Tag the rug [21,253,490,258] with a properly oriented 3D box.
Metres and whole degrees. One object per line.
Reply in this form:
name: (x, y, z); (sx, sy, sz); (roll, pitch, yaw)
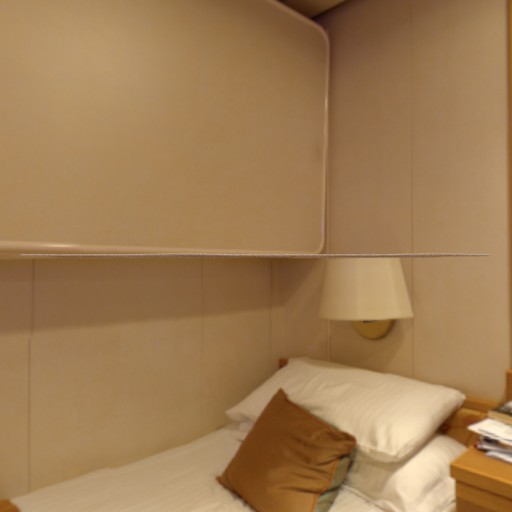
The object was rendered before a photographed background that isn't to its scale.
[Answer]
rug: (0.000, 0.000, 2.680); (2.439, 0.013, 0.762); (0, -1, -1)
